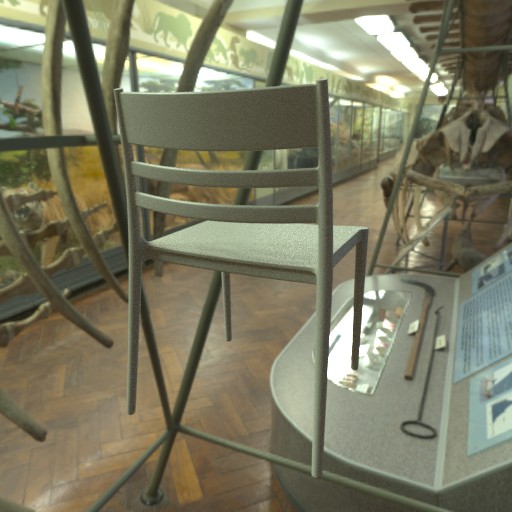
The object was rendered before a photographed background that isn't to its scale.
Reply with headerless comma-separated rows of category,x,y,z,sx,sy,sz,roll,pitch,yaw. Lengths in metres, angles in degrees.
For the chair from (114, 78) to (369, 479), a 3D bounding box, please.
chair,0.000,0.000,1.145,0.531,0.800,0.511,8,18,24
